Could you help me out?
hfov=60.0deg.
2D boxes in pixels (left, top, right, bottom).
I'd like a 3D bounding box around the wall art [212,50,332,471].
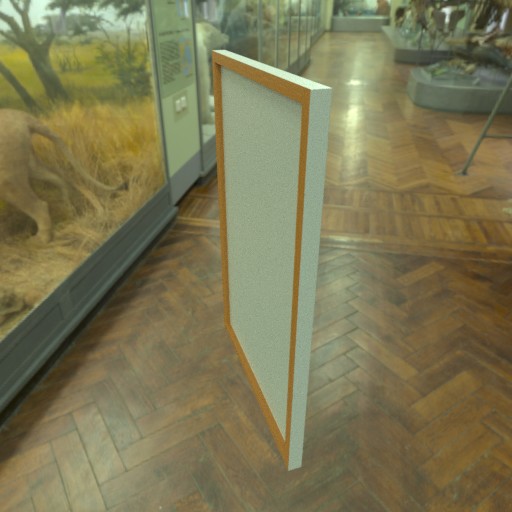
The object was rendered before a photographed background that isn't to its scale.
[{"bbox_3d":[0.000,0.000,0.759,0.025,0.608,0.405,-10,32,-16],"label":"wall art"}]
